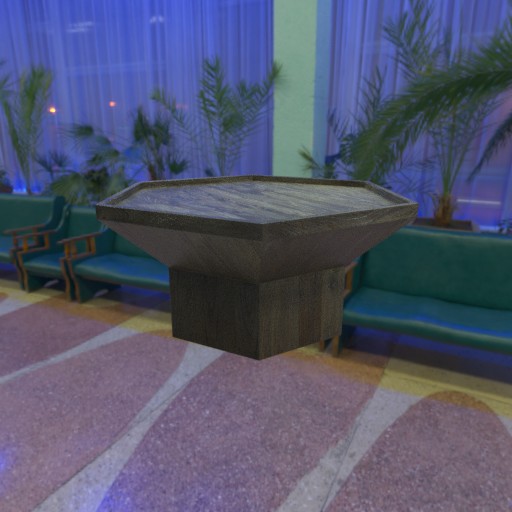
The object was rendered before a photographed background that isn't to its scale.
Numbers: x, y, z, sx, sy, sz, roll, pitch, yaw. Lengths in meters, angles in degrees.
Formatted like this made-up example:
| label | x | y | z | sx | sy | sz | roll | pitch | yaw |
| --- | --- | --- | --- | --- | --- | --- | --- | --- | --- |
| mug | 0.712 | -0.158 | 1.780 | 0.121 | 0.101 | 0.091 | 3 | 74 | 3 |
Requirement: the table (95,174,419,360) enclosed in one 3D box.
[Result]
| label | x | y | z | sx | sy | sz | roll | pitch | yaw |
| --- | --- | --- | --- | --- | --- | --- | --- | --- | --- |
| table | 0.000 | 0.000 | 1.657 | 1.115 | 0.488 | 0.966 | 9 | 18 | 27 |
